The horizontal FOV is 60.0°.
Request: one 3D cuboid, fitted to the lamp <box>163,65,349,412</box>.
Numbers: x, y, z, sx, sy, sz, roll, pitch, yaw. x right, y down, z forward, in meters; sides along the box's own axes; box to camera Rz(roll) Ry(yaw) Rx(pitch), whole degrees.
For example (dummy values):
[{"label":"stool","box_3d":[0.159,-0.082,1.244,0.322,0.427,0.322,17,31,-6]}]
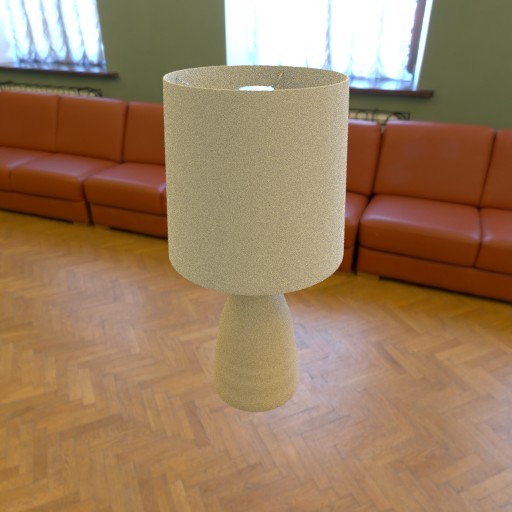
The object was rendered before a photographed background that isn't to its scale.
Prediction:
[{"label":"lamp","box_3d":[0.000,0.000,0.486,0.186,0.369,0.186,0,29,0]}]
